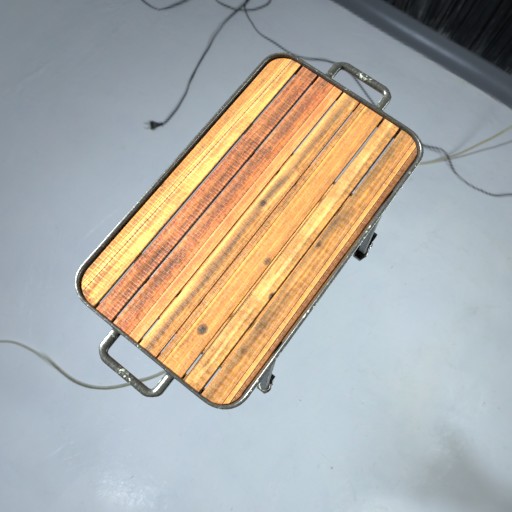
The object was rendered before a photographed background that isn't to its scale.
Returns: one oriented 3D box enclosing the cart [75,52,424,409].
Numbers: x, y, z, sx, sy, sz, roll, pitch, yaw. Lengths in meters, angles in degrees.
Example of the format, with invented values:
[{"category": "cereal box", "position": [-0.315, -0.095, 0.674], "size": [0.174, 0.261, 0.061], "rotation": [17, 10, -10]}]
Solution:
[{"category": "cart", "position": [0.000, 0.000, 1.225], "size": [0.515, 0.700, 0.806], "rotation": [36, 78, 9]}]
